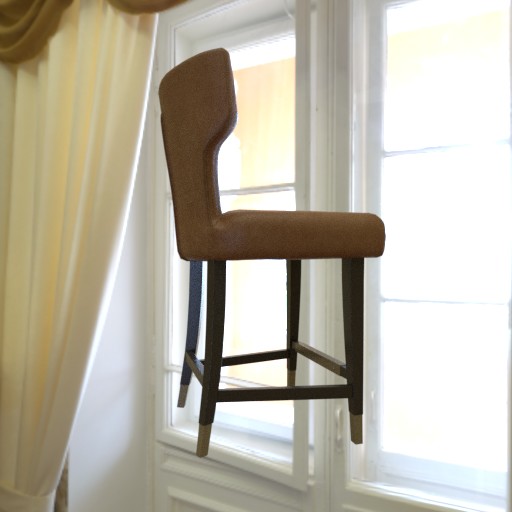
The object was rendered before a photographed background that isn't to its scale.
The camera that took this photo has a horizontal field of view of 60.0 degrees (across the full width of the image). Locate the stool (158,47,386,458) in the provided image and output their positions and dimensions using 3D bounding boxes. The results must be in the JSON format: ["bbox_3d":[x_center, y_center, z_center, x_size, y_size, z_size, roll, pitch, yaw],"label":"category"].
[{"bbox_3d":[0.000,0.000,1.319,0.563,0.982,0.526,0,1,-18],"label":"stool"}]
